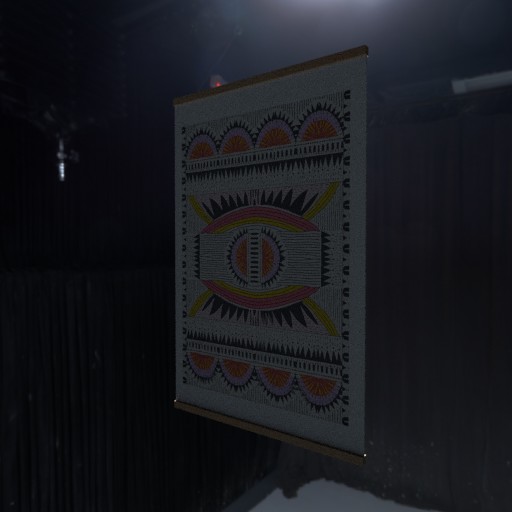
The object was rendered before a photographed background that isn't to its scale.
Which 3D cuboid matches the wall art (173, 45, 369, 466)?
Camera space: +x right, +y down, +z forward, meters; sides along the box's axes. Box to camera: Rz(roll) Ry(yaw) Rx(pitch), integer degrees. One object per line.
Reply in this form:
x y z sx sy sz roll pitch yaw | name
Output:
0.000 0.000 1.919 0.999 1.533 0.028 1 2 37 | wall art
